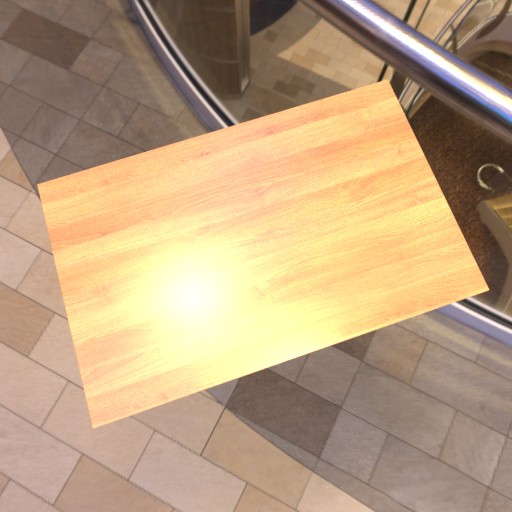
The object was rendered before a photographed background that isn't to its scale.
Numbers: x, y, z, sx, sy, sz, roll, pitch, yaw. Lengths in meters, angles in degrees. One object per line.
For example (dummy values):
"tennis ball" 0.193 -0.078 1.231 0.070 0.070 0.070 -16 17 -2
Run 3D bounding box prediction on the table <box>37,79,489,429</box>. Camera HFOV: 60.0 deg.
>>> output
"table" 0.000 0.000 1.455 1.100 0.442 0.700 -18 76 -5
